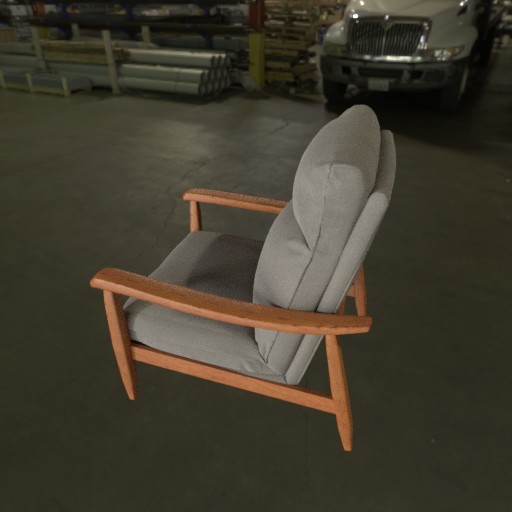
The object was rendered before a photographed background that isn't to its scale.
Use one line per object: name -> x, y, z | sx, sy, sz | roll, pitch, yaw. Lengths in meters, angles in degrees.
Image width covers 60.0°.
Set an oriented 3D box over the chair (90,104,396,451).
chair -> 0.000, 0.000, 1.525 | 0.816, 0.922, 0.782 | 8, 32, 13
